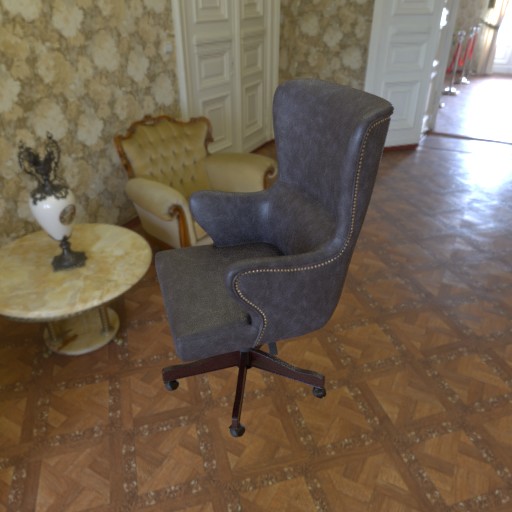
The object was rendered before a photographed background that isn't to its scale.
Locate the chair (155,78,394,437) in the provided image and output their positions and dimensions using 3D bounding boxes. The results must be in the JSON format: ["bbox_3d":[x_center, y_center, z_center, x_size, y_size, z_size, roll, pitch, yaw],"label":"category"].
[{"bbox_3d":[0.000,0.000,1.492,0.717,1.037,0.594,-9,31,-15],"label":"chair"}]
